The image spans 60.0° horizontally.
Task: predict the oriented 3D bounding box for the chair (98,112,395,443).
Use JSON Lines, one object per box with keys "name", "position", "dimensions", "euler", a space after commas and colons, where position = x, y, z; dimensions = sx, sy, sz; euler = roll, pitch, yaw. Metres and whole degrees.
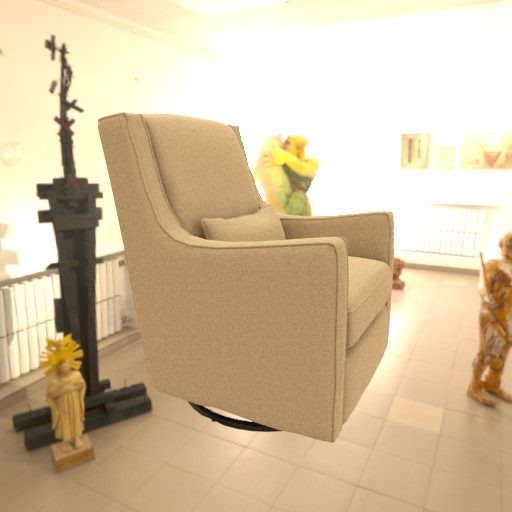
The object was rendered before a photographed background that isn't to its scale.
{"name": "chair", "position": [0.000, 0.000, 1.591], "dimensions": [0.879, 0.993, 0.732], "euler": [7, 14, 27]}
